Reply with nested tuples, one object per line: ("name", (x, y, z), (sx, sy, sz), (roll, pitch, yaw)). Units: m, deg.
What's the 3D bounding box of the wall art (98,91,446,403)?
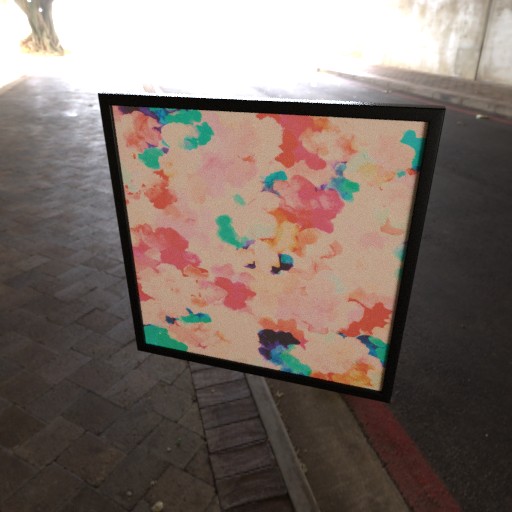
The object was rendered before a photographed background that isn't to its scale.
("wall art", (0.000, 0.000, 1.119), (0.756, 0.755, 0.036), (8, 28, 15))
